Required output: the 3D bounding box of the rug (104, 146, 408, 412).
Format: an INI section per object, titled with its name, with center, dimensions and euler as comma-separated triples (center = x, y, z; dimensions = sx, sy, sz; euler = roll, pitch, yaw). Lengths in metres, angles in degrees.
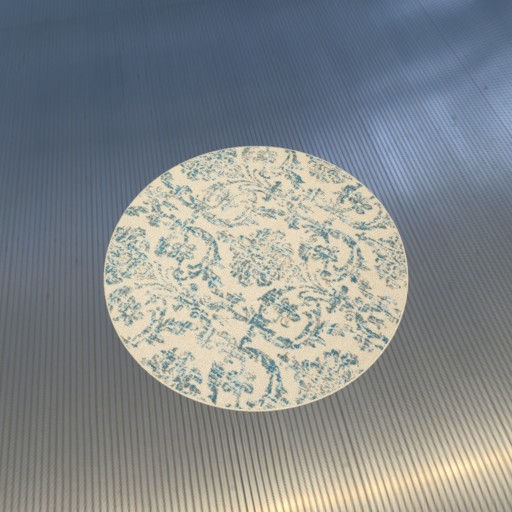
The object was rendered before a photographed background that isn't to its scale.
[rug]
center = 0.000, 0.000, 2.352
dimensions = 1.593, 0.012, 1.593
euler = 0, 59, 0
